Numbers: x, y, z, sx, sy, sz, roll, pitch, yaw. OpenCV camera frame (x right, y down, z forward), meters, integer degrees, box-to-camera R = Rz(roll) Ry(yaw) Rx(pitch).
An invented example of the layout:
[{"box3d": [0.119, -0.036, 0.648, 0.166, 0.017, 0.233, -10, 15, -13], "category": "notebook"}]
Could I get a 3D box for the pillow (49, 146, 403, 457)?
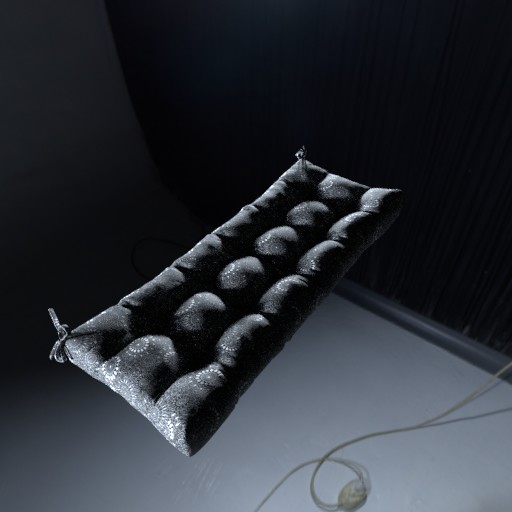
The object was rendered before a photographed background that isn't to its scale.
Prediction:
[{"box3d": [0.000, 0.000, 1.360, 0.511, 0.174, 1.194, 26, 48, 27], "category": "pillow"}]
